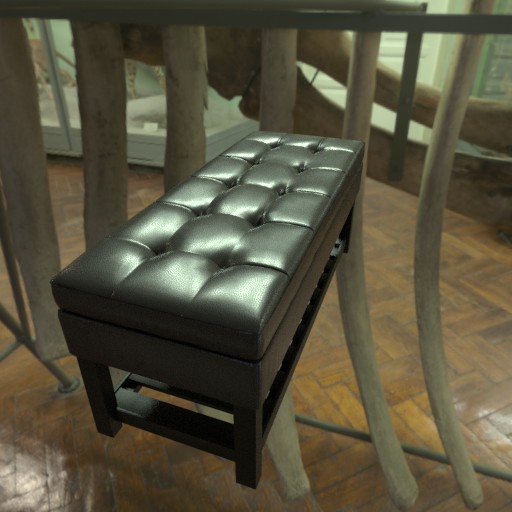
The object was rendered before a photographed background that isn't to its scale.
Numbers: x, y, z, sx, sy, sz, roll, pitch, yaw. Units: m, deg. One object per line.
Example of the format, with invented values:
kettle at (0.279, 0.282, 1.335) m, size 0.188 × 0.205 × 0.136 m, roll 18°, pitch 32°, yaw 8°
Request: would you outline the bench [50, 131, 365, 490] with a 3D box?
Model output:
bench at (0.000, 0.000, 1.306) m, size 0.432 × 0.460 × 1.105 m, roll 11°, pitch 33°, yaw 18°
